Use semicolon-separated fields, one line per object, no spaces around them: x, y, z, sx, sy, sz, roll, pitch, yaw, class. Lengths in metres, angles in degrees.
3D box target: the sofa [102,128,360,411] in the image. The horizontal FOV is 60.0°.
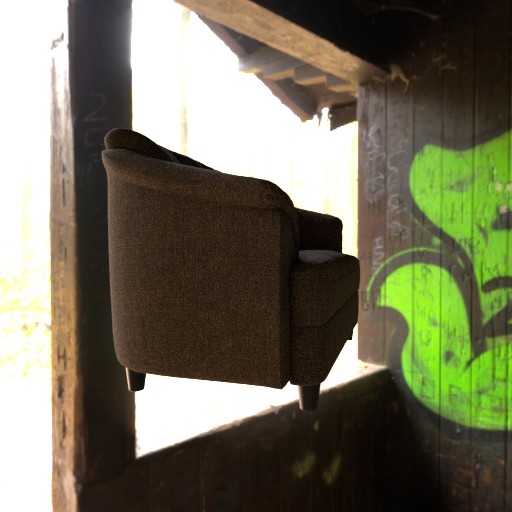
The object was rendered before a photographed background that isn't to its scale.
0.000;0.000;1.921;0.799;0.895;1.404;0;1;18;sofa
